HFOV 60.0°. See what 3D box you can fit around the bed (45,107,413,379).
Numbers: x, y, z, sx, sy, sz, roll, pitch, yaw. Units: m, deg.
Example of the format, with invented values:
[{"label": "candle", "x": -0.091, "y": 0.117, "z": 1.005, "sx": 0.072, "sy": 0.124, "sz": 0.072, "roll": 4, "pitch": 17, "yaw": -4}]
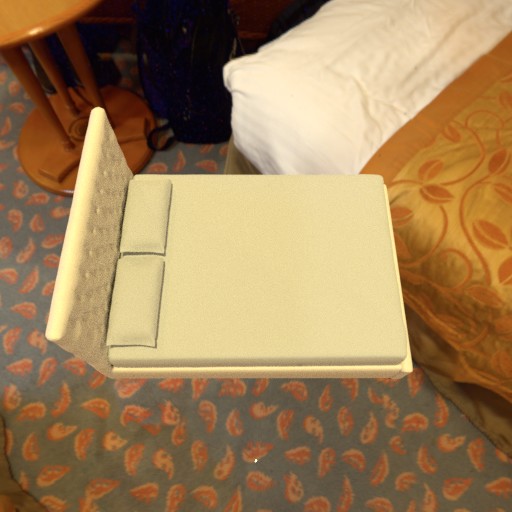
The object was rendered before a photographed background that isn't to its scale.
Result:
[{"label": "bed", "x": 0.000, "y": 0.000, "z": 3.438, "sx": 2.387, "sy": 1.427, "sz": 1.698, "roll": 0, "pitch": 65, "yaw": 0}]
